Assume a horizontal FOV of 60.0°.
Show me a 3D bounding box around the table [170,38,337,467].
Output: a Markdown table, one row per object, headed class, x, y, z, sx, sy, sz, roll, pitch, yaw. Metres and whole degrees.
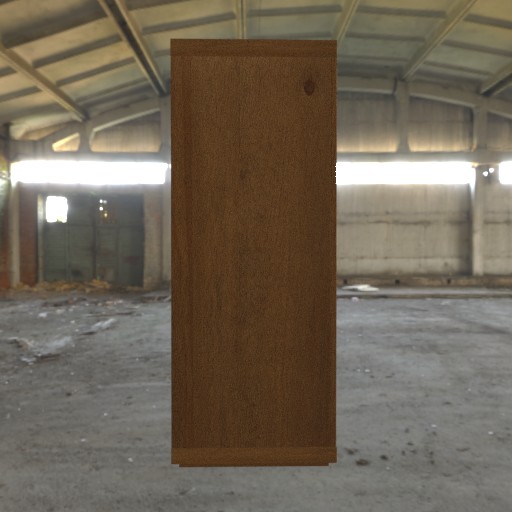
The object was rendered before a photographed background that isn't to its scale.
| class | x | y | z | sx | sy | sz | roll | pitch | yaw |
| --- | --- | --- | --- | --- | --- | --- | --- | --- | --- |
| table | 0.000 | 0.000 | 1.771 | 0.524 | 1.294 | 0.901 | 0 | 1 | -1 |
